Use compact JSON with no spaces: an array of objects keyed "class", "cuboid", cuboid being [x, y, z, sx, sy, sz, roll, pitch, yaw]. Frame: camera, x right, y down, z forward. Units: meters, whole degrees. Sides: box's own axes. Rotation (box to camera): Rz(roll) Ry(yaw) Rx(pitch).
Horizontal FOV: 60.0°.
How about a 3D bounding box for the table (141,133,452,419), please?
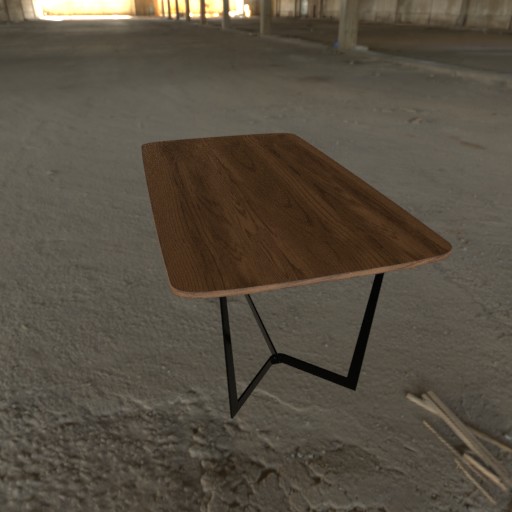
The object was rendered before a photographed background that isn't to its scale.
[{"class":"table","cuboid":[0.000,0.000,2.182,0.949,0.765,1.643,-8,30,-14]}]
